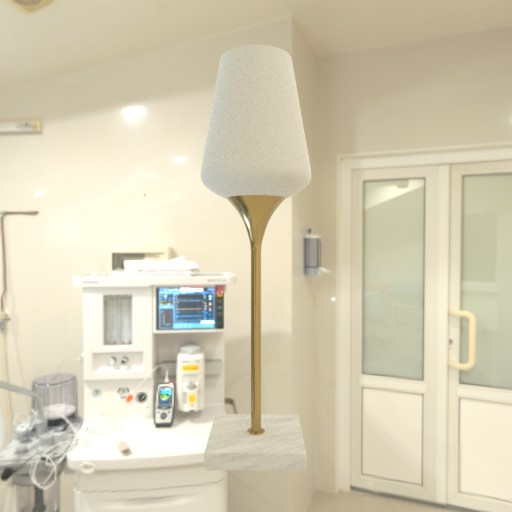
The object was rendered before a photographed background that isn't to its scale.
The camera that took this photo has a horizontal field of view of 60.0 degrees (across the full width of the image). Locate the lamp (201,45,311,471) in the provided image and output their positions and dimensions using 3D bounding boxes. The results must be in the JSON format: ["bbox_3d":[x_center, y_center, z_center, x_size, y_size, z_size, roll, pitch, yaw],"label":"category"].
[{"bbox_3d":[0.000,0.000,0.731,0.181,0.639,0.181,0,1,1],"label":"lamp"}]
